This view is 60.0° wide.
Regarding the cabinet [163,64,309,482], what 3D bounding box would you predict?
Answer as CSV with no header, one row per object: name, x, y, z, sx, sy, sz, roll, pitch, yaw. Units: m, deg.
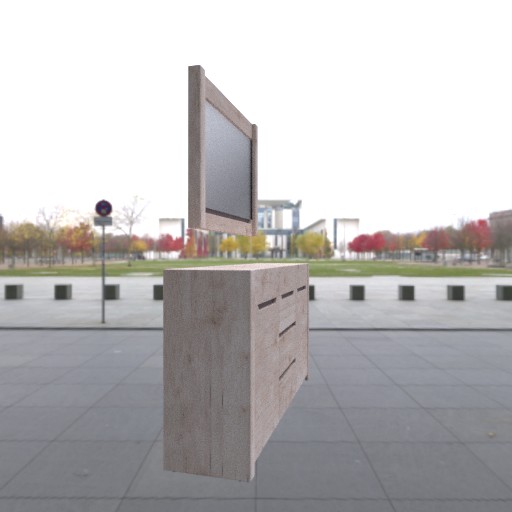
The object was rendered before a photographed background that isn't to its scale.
cabinet,0.000,0.000,2.805,0.420,1.981,1.700,0,0,15
